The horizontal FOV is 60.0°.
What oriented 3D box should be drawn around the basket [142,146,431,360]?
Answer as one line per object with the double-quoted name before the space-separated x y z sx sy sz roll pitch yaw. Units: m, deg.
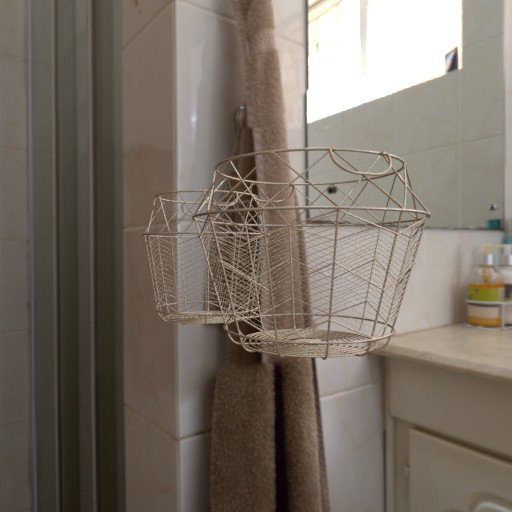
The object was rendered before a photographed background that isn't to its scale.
"basket" 0.000 0.000 1.016 0.451 0.343 0.805 0 1 -35
